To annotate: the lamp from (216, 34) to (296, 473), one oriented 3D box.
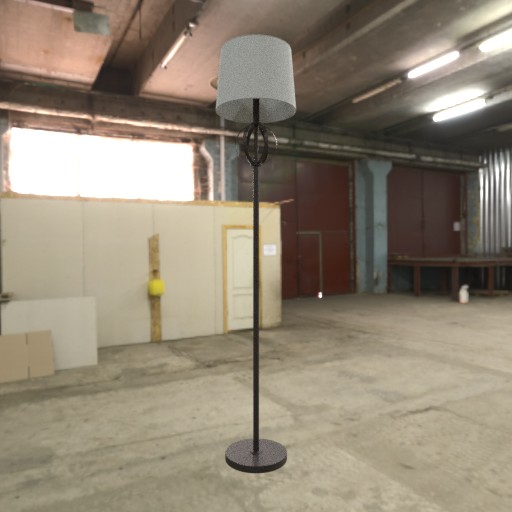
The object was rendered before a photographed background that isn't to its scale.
[{"bbox_3d":[0.000,0.000,1.594,0.286,1.462,0.286,0,1,0],"label":"lamp"}]
